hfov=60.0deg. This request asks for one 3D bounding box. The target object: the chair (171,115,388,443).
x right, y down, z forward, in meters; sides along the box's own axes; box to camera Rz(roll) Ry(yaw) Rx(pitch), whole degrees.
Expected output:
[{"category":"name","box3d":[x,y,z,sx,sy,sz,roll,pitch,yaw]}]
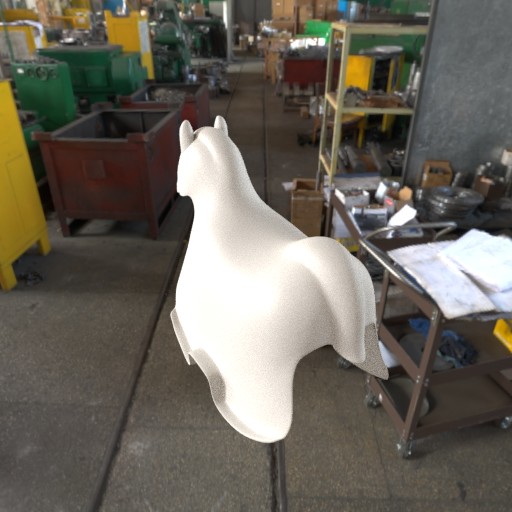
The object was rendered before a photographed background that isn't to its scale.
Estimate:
[{"category":"chair","box3d":[0.000,0.000,1.165,0.429,0.612,0.800,-18,34,-28]}]
